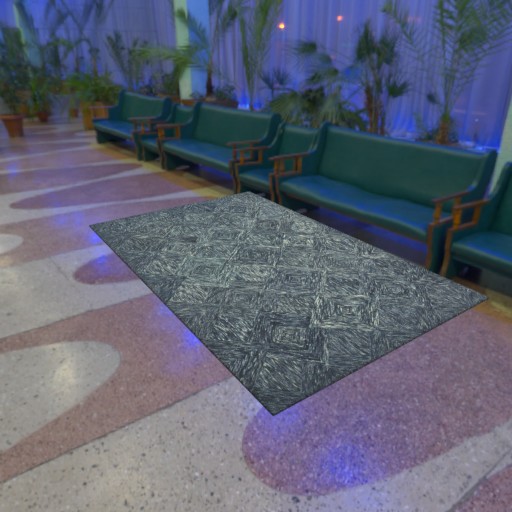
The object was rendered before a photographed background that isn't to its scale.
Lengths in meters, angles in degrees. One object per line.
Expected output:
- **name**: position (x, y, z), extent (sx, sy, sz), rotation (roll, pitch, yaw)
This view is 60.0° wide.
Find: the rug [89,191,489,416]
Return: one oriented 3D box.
- **rug**: position (0.000, 0.000, 2.899), extent (1.478, 0.017, 2.330), rotation (-17, 30, -31)
